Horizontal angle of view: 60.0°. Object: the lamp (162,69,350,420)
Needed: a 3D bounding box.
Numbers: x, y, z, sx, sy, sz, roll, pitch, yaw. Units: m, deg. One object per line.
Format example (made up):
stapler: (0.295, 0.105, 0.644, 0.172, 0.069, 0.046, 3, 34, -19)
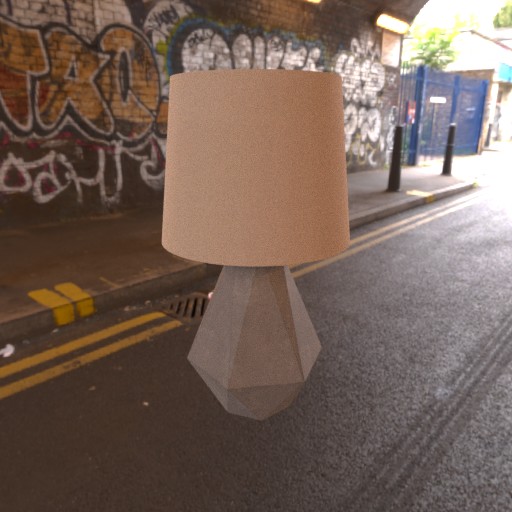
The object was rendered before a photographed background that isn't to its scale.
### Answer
lamp: (0.000, 0.000, 0.671, 0.276, 0.501, 0.276, 0, 17, 0)
